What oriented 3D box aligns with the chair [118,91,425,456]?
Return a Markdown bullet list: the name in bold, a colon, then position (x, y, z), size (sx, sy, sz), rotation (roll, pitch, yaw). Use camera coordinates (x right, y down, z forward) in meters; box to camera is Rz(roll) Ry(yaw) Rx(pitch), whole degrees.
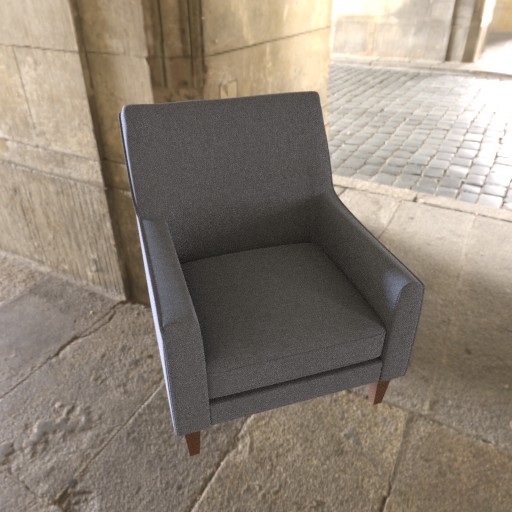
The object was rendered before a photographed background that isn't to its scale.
- **chair**: position (0.000, 0.000, 1.581), size (0.780, 0.919, 0.899), rotation (-10, 34, -15)
